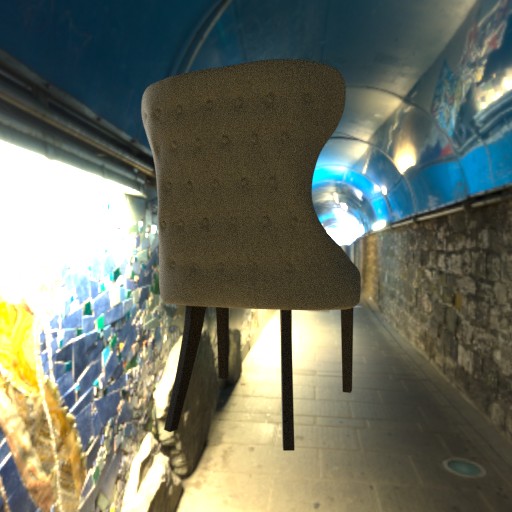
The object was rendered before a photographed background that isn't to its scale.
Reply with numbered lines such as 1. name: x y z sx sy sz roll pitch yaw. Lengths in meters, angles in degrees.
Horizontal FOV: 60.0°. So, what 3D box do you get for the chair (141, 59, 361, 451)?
1. chair: 0.000 0.000 1.382 0.628 0.967 0.635 0 1 20
